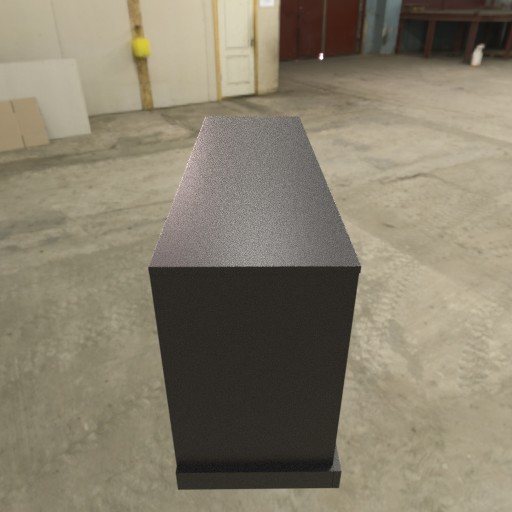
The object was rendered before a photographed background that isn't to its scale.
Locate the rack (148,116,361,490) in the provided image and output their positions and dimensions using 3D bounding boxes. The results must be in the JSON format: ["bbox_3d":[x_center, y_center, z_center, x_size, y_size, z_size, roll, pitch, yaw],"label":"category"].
[{"bbox_3d":[0.000,0.000,1.460,0.399,0.635,1.206,0,30,-1],"label":"rack"}]
